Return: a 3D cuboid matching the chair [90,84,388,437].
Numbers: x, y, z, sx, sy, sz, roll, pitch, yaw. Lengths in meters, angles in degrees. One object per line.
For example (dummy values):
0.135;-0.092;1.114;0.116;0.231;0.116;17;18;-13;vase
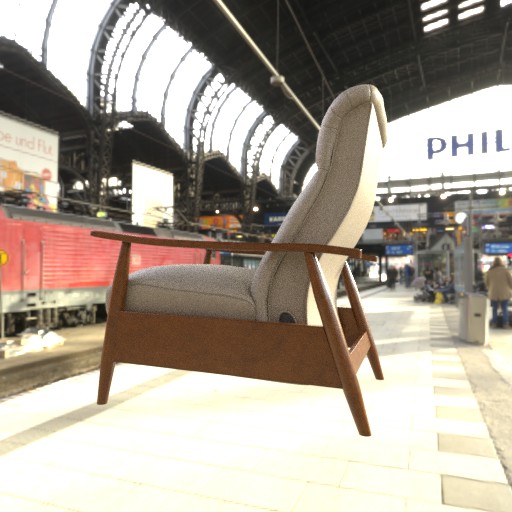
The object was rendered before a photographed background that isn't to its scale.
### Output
0.000;0.000;1.805;1.032;1.082;0.762;-1;-2;19;chair
